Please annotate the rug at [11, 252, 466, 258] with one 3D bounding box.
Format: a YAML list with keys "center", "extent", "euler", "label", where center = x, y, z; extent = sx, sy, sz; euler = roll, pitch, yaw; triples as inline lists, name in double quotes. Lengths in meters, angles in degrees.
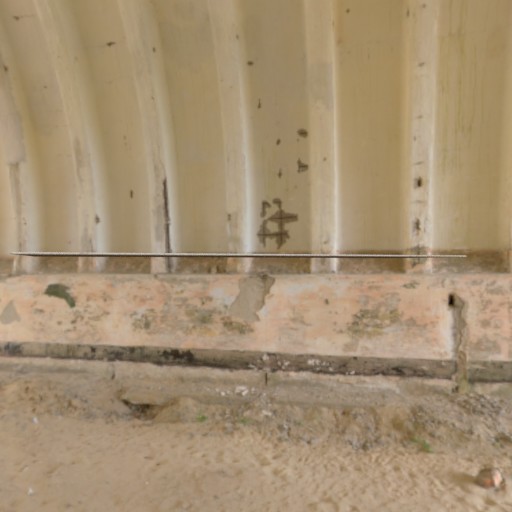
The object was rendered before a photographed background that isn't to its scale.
- center: [0.000, 0.000, 2.597]
  extent: [2.435, 0.009, 0.750]
  euler: [0, -1, -20]
  label: "rug"
